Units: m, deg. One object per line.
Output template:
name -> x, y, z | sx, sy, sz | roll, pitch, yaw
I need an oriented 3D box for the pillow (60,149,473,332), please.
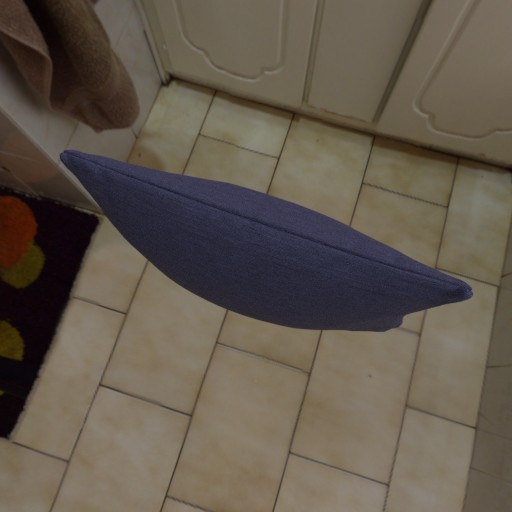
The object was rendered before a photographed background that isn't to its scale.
pillow -> 0.000, 0.000, 0.790 | 0.633, 0.338, 0.210 | 19, 75, 5
